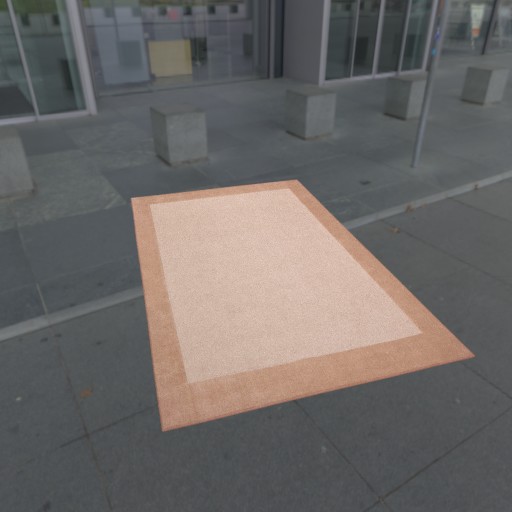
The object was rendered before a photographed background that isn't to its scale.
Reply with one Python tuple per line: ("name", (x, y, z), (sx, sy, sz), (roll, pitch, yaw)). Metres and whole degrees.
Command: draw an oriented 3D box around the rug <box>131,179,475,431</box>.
("rug", (0.000, 0.000, 2.993), (1.524, 0.014, 2.438), (-9, 32, -14))
